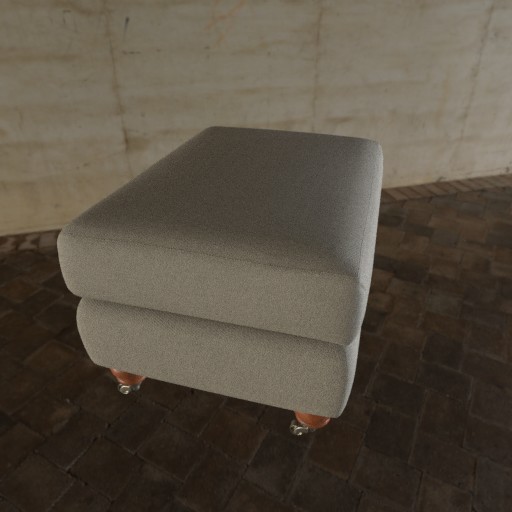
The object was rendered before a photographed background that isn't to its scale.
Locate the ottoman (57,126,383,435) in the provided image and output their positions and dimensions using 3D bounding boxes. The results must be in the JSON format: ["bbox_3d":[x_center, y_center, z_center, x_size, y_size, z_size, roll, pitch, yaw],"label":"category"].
[{"bbox_3d":[0.000,0.000,1.134,0.569,0.504,0.773,8,32,14],"label":"ottoman"}]
